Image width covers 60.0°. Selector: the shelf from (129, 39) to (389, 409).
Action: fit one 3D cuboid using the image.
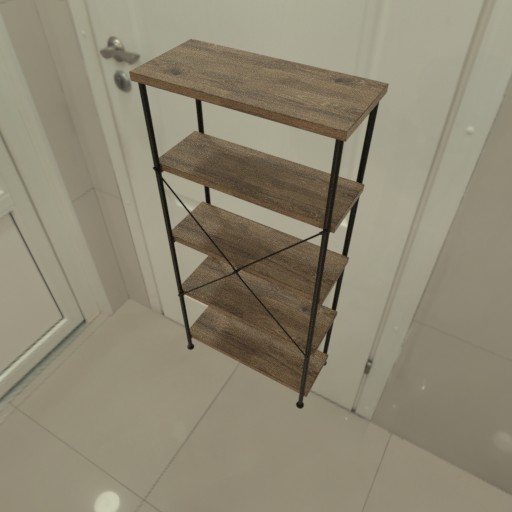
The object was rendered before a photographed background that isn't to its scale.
[{"bbox_3d":[0.000,0.000,2.090,0.800,1.700,0.360,23,49,21],"label":"shelf"}]
